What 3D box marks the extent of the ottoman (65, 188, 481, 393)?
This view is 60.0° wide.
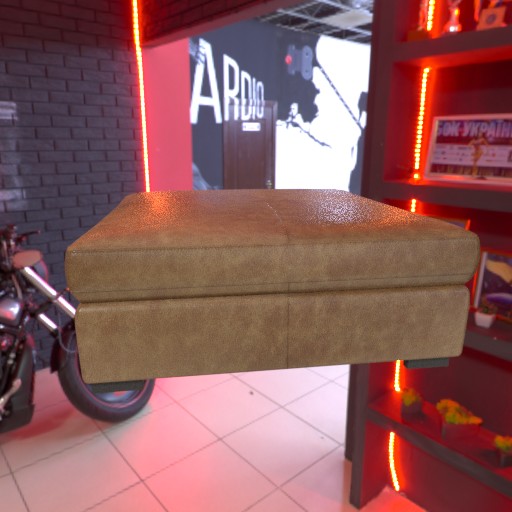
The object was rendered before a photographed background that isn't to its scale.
[{"bbox_3d":[0.000,0.000,1.797,1.168,0.483,1.169,-2,15,-8],"label":"ottoman"}]
